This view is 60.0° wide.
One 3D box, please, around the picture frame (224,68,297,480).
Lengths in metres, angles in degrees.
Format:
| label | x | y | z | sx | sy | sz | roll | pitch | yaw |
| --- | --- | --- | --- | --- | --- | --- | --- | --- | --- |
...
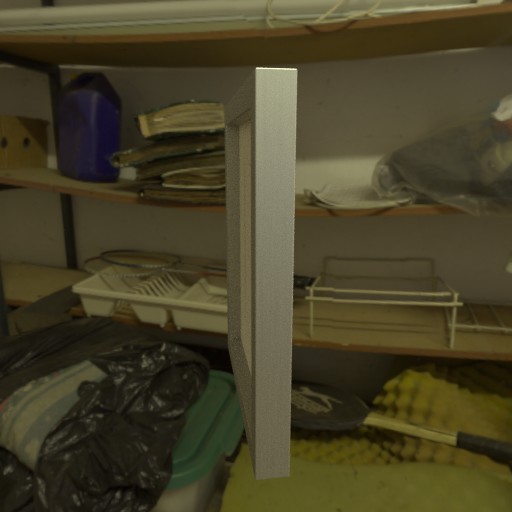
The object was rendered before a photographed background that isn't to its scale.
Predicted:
| label | x | y | z | sx | sy | sz | roll | pitch | yaw |
| --- | --- | --- | --- | --- | --- | --- | --- | --- | --- |
| picture frame | 0.000 | 0.000 | 0.407 | 0.036 | 0.282 | 0.233 | -2 | 13 | -8 |
